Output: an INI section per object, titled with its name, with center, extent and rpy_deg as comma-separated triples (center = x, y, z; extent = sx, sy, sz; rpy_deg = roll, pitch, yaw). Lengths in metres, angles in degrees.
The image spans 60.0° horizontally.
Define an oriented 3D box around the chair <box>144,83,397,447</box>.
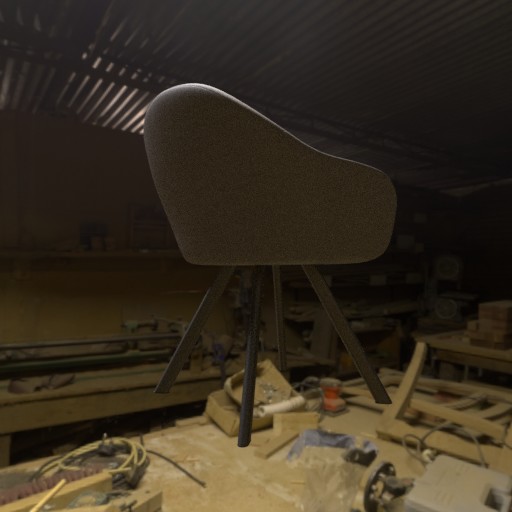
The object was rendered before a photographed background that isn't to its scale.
[chair]
center = 0.000, 0.000, 1.200
extent = 0.570, 0.780, 0.540
rpy_deg = 0, 0, -35
